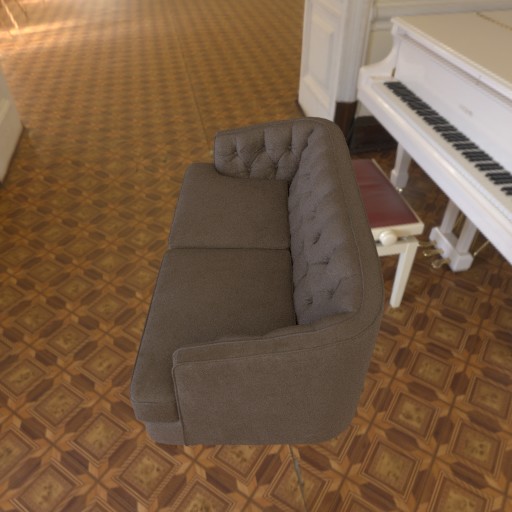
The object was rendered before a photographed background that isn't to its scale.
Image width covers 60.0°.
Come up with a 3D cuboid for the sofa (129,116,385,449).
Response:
[{"bbox_3d":[0.000,0.000,2.264,0.941,0.855,1.733,1,41,1],"label":"sofa"}]
